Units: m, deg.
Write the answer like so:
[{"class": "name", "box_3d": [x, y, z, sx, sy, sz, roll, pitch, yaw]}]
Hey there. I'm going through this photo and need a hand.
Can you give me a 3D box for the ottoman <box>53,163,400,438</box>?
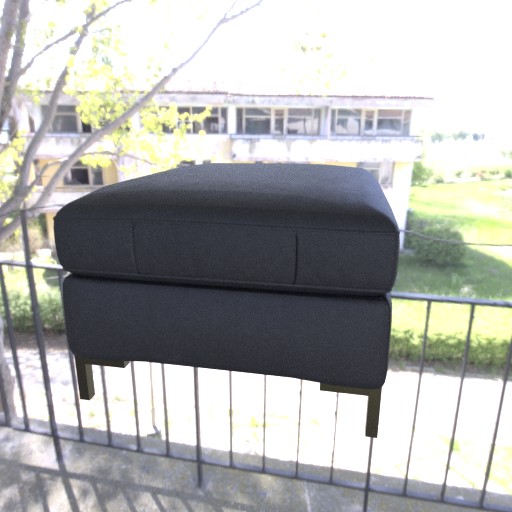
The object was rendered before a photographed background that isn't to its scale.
[{"class": "ottoman", "box_3d": [0.000, 0.000, 1.781, 0.967, 0.696, 1.187, 3, 17, 11]}]
